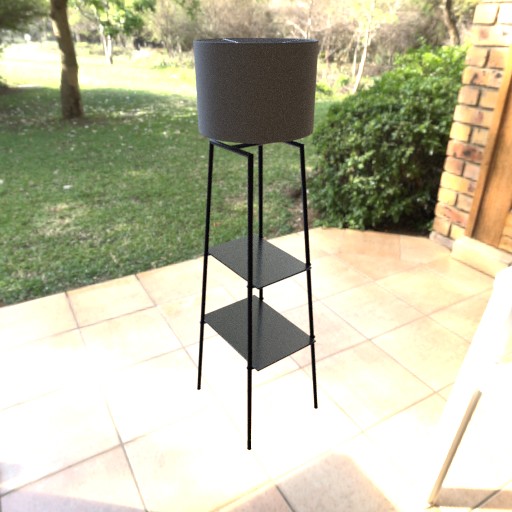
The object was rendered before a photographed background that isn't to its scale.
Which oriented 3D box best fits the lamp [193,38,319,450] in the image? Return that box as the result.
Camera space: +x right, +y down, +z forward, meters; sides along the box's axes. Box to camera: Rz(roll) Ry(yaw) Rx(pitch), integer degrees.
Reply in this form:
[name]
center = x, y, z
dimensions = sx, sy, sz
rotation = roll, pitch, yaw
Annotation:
[lamp]
center = 0.000, 0.000, 1.682
dimensions = 0.384, 1.474, 0.427
rotation = -19, 33, -31
